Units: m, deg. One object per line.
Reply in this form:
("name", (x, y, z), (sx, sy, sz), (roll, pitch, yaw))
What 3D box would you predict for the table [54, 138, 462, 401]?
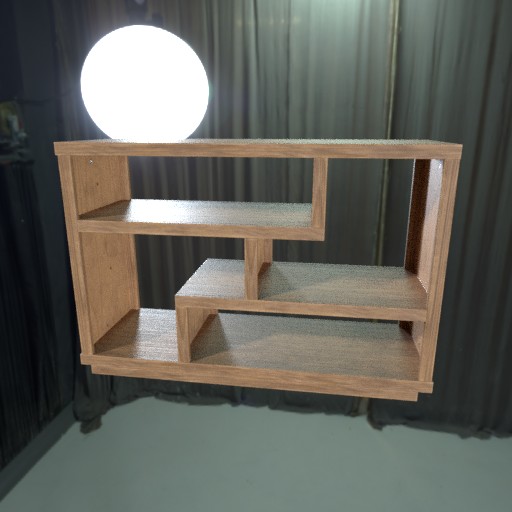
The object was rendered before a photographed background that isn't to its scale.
("table", (0.000, 0.000, 1.532), (1.151, 0.771, 0.410), (2, 17, 8))
